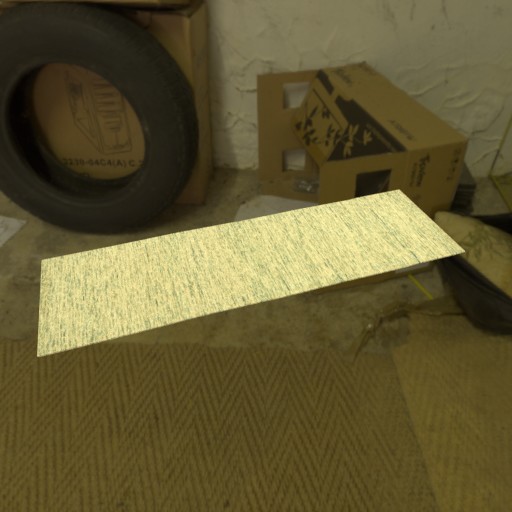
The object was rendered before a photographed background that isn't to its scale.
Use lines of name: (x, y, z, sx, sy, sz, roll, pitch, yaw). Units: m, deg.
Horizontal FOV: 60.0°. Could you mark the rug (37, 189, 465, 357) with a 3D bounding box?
rug: (0.000, 0.000, 2.501, 2.290, 0.014, 0.700, -12, 42, -14)
